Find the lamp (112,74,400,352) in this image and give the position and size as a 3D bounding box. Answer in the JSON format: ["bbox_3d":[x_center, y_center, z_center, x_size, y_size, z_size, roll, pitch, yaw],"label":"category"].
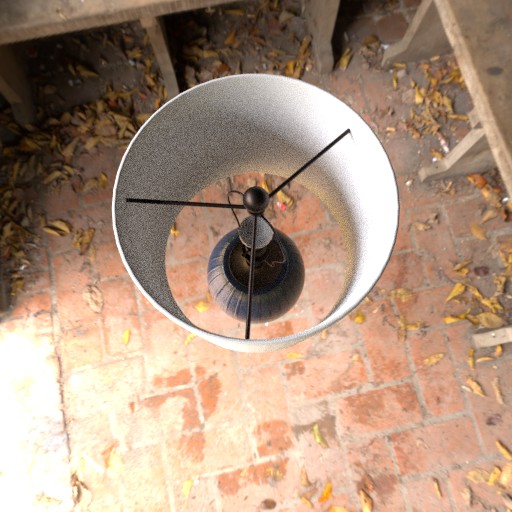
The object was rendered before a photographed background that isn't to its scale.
[{"bbox_3d":[0.000,0.000,0.769,0.329,0.570,0.329,-41,80,-9],"label":"lamp"}]
